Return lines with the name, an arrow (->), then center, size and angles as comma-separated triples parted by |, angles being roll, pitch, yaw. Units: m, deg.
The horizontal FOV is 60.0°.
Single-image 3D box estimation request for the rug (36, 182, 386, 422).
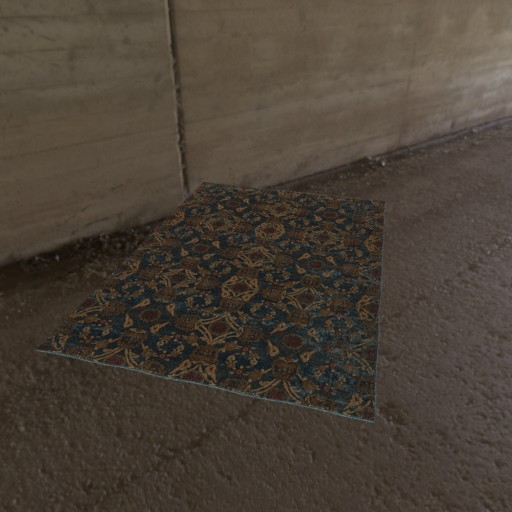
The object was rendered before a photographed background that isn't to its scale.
rug -> 0.000, 0.000, 4.227 | 2.337, 0.013, 3.291 | 8, 32, 13
